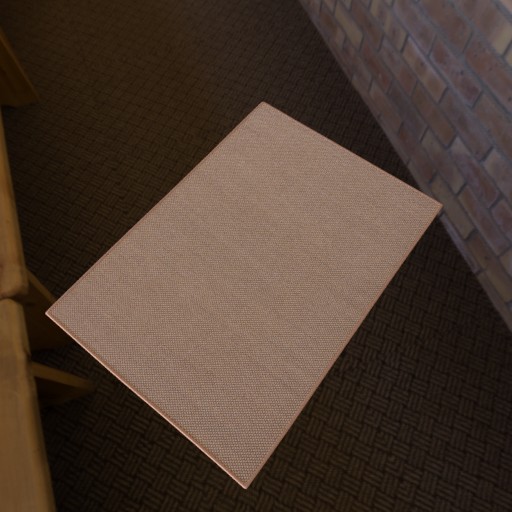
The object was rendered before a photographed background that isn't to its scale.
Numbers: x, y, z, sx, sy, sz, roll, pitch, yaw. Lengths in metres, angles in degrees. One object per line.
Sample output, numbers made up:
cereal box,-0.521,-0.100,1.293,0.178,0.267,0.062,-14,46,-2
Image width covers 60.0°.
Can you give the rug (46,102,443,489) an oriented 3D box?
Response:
rug,0.000,0.000,2.796,1.524,0.013,2.134,35,69,16
